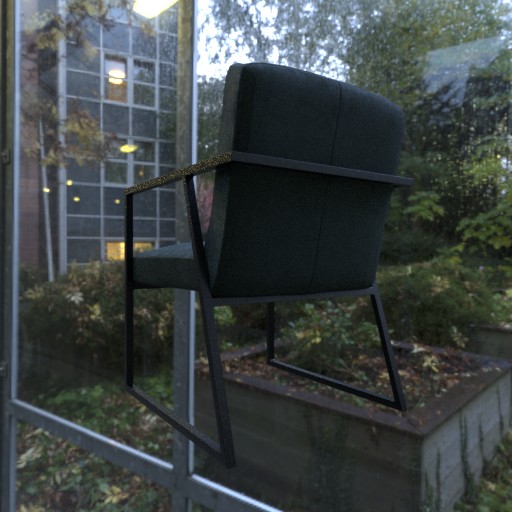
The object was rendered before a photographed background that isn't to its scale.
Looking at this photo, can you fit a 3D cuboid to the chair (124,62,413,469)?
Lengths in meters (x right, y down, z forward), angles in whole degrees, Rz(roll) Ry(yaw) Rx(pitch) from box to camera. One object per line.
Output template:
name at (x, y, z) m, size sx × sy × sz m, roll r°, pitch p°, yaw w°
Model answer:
chair at (0.000, 0.000, 1.286) m, size 0.571 × 0.833 × 0.677 m, roll 0°, pitch 0°, yaw -35°
